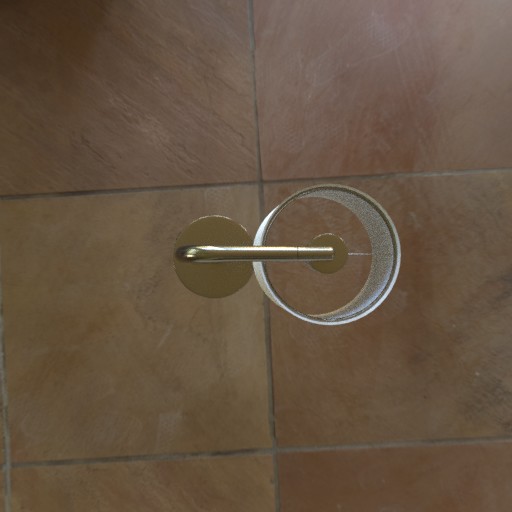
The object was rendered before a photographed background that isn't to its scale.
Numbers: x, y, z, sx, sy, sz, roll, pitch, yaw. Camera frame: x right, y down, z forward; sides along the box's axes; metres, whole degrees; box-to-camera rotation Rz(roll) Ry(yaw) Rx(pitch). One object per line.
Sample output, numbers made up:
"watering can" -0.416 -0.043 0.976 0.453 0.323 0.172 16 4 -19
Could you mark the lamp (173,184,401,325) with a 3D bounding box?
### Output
"lamp" 0.000 0.000 0.653 0.333 0.489 0.171 0 89 0
